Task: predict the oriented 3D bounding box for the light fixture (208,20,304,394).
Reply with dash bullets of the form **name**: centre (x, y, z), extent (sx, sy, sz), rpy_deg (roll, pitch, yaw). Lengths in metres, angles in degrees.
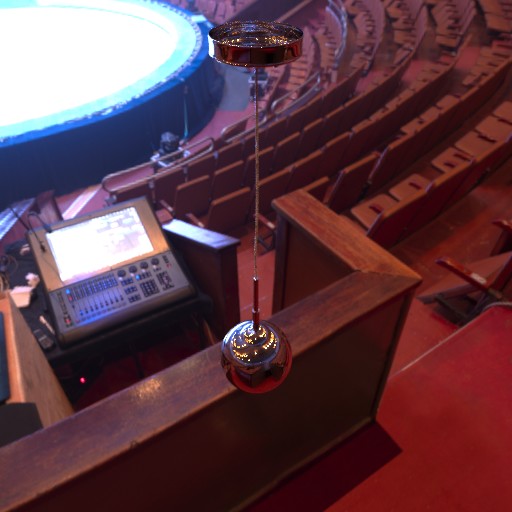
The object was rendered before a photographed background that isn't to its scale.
- **light fixture**: centre (0.000, 0.000, 1.656), extent (0.336, 1.538, 0.336), rpy_deg (-24, 47, -25)
